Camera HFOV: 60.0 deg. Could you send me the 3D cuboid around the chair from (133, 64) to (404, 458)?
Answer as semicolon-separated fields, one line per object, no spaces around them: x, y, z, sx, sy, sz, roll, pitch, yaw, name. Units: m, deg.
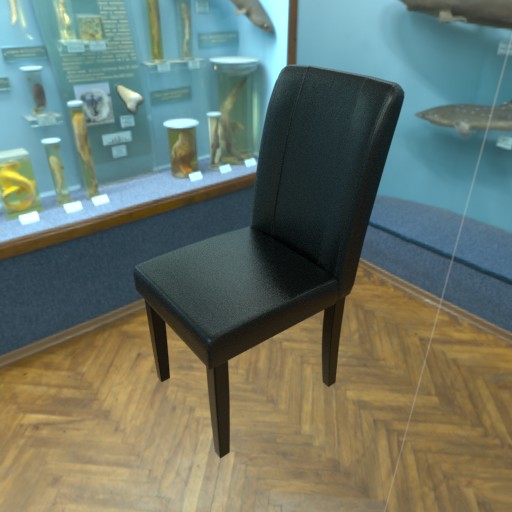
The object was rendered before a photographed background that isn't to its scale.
0.000;0.000;1.205;0.556;0.897;0.399;-22;37;-31;chair
